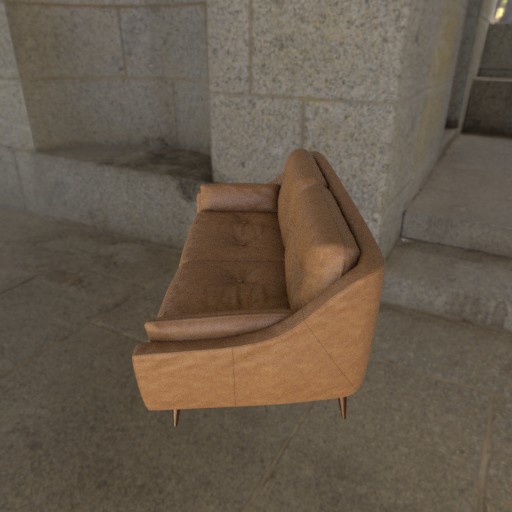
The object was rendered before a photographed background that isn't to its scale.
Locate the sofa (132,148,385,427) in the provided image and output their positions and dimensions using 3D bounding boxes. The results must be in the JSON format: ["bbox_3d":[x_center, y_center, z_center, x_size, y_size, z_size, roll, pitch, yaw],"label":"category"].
[{"bbox_3d":[0.000,0.000,2.399,0.904,0.839,1.902,0,25,0],"label":"sofa"}]
